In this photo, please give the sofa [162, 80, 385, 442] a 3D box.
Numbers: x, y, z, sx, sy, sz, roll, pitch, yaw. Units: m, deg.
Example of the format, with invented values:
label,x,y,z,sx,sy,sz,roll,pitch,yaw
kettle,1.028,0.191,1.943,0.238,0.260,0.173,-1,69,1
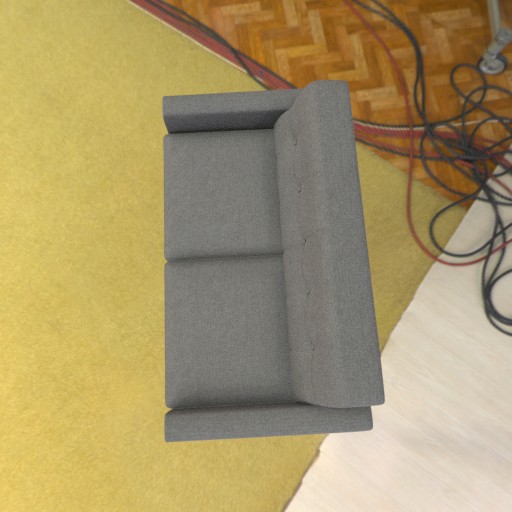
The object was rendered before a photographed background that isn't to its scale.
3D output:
label,x,y,z,sx,sy,sz,roll,pitch,yaw
sofa,0.000,0.000,2.175,0.909,0.841,1.631,-3,77,-1
